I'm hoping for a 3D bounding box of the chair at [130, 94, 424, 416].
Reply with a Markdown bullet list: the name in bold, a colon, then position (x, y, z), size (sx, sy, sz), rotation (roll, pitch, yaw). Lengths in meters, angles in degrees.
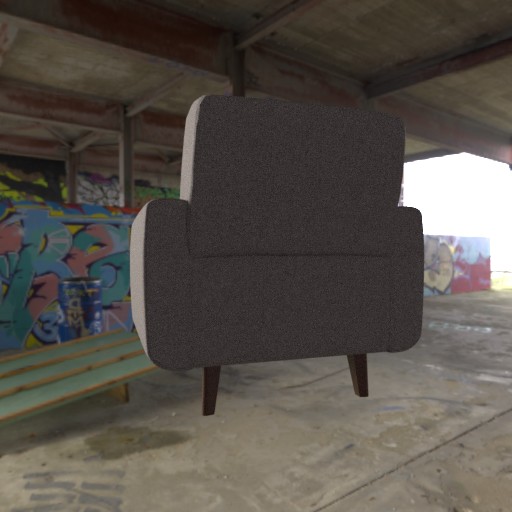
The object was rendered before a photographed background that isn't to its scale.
- **chair**: position (0.000, 0.000, 1.565), size (0.831, 0.839, 0.907), rotation (0, 1, -18)
